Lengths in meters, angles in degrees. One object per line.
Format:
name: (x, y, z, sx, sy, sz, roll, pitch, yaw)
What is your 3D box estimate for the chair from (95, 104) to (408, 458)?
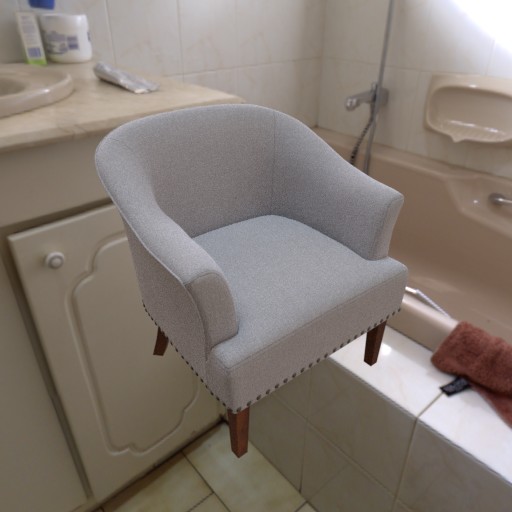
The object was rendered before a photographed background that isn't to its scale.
chair: (0.000, 0.000, 1.428, 0.798, 0.815, 0.704, -22, 37, -32)
